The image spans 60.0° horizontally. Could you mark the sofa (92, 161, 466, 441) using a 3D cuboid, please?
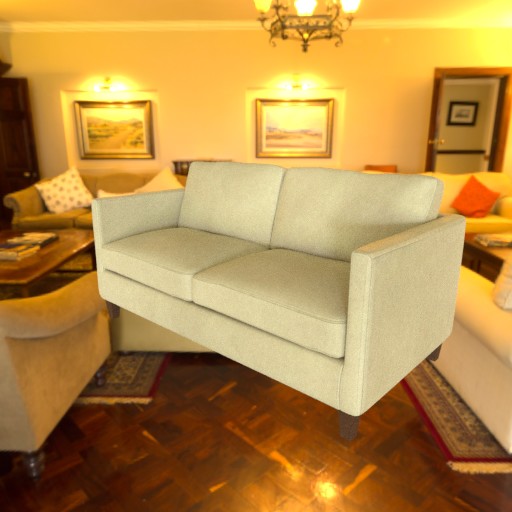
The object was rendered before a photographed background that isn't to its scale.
[{"bbox_3d":[0.000,0.000,2.395,1.846,0.940,0.950,14,21,40],"label":"sofa"}]
